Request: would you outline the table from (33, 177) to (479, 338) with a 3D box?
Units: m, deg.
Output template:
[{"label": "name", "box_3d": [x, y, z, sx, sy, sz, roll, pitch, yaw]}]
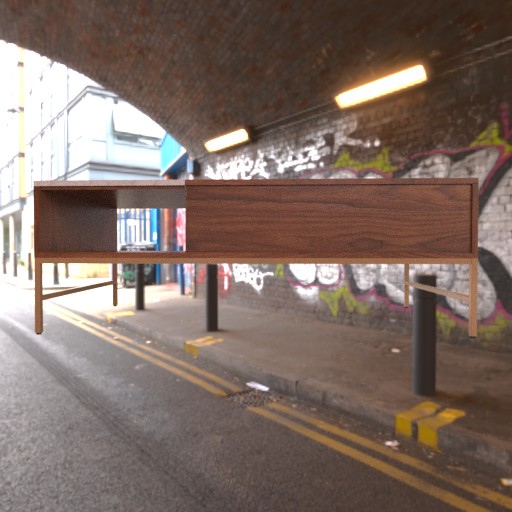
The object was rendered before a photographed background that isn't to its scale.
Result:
[{"label": "table", "box_3d": [0.000, 0.000, 1.945, 1.553, 0.551, 0.789, 0, 1, 2]}]
